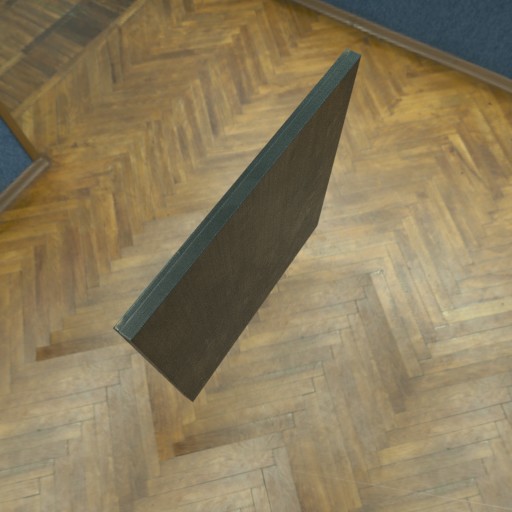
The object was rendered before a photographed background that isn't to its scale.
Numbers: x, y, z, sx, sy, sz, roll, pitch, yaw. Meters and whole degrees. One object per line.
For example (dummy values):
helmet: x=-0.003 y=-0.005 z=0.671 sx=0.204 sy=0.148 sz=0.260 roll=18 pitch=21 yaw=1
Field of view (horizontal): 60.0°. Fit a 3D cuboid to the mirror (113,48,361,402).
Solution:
mirror: x=0.000 y=0.000 z=0.590 sx=0.020 sy=0.381 sz=0.382 roll=31 pitch=69 yaw=14
